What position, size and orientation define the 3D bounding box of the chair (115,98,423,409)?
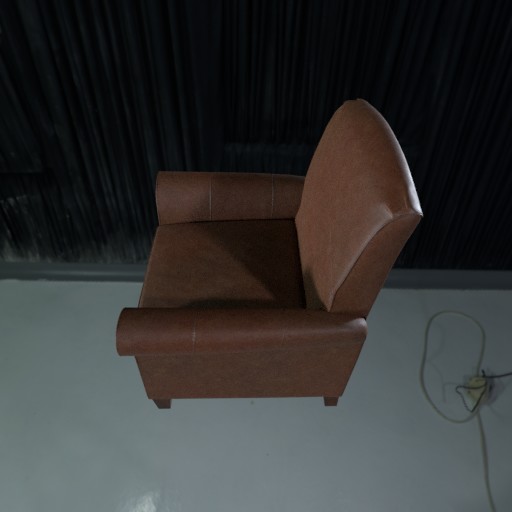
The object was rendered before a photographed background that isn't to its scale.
[{"bbox_3d":[0.000,0.000,1.755,0.902,1.061,0.978,-1,42,-1],"label":"chair"}]
